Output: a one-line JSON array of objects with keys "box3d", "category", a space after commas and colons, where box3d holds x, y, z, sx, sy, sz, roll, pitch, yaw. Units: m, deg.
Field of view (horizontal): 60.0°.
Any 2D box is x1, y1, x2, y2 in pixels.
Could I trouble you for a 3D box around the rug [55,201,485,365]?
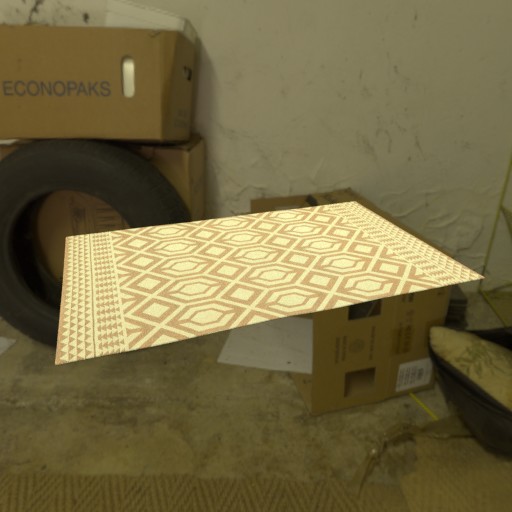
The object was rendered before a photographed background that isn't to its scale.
[{"box3d": [0.000, 0.000, 2.986, 2.435, 0.011, 1.526, -9, 27, -17], "category": "rug"}]
